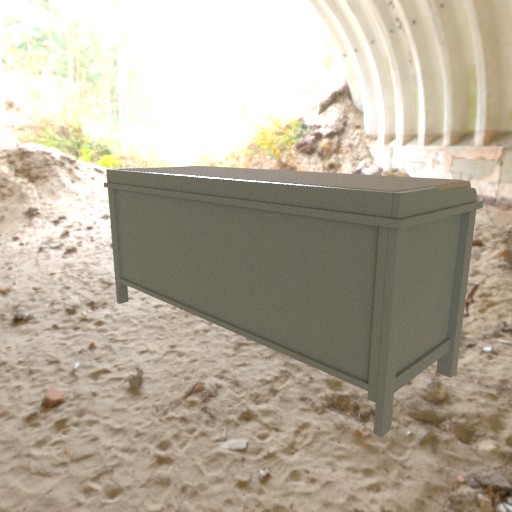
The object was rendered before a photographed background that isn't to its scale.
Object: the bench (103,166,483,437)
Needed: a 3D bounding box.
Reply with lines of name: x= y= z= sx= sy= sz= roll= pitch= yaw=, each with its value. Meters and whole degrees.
bench: x=0.000 y=0.000 z=1.363 sx=0.398 sy=0.501 sz=1.140 roll=-13 pitch=19 yaw=-43
